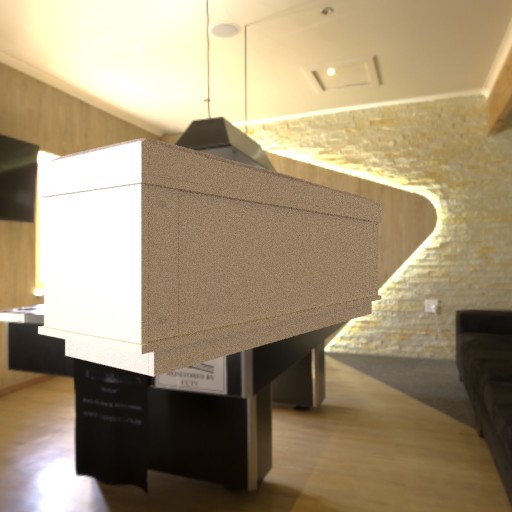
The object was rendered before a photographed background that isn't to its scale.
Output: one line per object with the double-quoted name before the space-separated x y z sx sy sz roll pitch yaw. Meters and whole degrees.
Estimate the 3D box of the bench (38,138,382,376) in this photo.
"bench" 0.000 0.000 1.377 0.363 0.453 1.196 0 0 36
